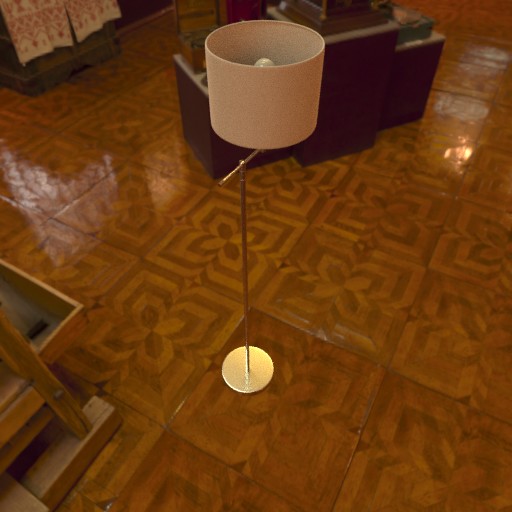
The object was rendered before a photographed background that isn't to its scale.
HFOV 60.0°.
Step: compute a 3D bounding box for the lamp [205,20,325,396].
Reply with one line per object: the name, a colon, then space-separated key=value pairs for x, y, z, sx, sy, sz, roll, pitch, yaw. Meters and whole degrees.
lamp: x=0.000 y=0.000 z=1.750 sx=0.324 sy=1.600 sz=0.416 roll=24 pitch=51 yaw=21
